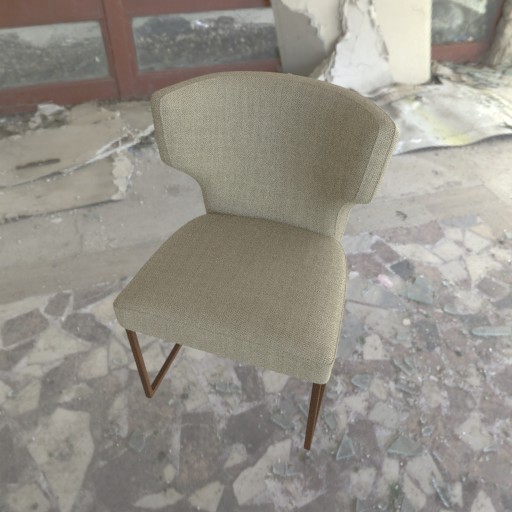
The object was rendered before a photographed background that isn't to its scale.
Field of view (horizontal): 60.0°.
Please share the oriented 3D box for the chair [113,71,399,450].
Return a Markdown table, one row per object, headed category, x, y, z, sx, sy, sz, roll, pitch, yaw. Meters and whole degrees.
| category | x | y | z | sx | sy | sz | roll | pitch | yaw |
| --- | --- | --- | --- | --- | --- | --- | --- | --- | --- |
| chair | 0.000 | 0.000 | 1.241 | 0.611 | 0.824 | 0.617 | 13 | 43 | 14 |
